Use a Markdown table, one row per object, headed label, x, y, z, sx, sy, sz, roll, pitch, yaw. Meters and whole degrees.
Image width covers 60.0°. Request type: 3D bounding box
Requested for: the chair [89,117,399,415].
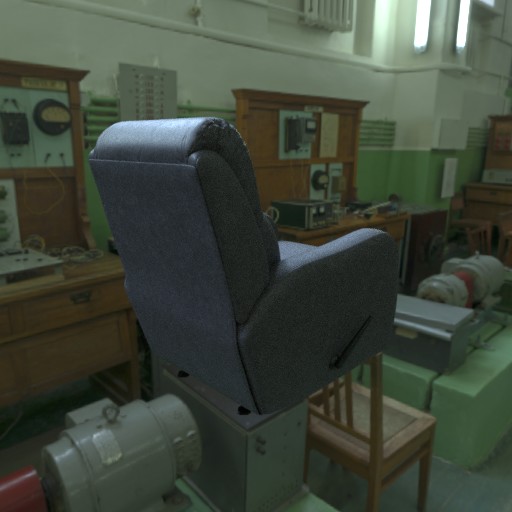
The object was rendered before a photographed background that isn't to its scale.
| label | x | y | z | sx | sy | sz | roll | pitch | yaw |
| --- | --- | --- | --- | --- | --- | --- | --- | --- | --- |
| chair | 0.000 | 0.000 | 1.846 | 1.067 | 1.067 | 0.865 | -14 | 20 | -43 |
